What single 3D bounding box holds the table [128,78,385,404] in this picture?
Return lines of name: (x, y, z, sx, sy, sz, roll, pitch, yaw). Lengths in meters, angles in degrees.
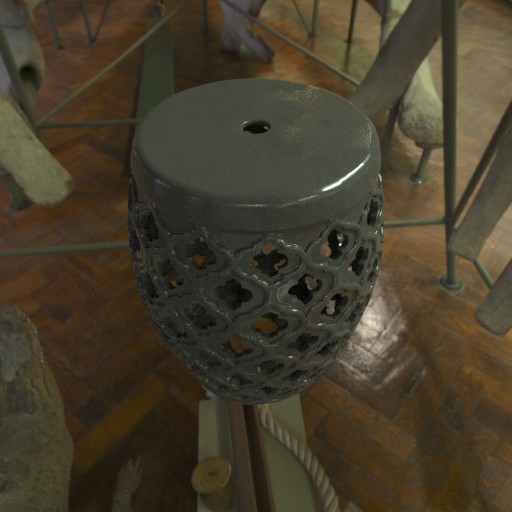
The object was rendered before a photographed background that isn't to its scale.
table: (0.000, 0.000, 0.609, 0.325, 0.388, 0.325, 0, 45, 0)
